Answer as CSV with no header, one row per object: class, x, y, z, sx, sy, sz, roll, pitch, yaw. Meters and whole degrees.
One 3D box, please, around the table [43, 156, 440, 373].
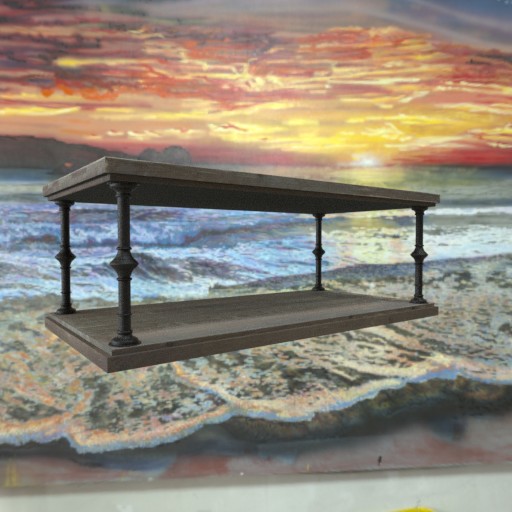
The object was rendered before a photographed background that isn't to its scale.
table,0.000,0.000,1.357,1.088,0.399,0.554,-1,2,-36
